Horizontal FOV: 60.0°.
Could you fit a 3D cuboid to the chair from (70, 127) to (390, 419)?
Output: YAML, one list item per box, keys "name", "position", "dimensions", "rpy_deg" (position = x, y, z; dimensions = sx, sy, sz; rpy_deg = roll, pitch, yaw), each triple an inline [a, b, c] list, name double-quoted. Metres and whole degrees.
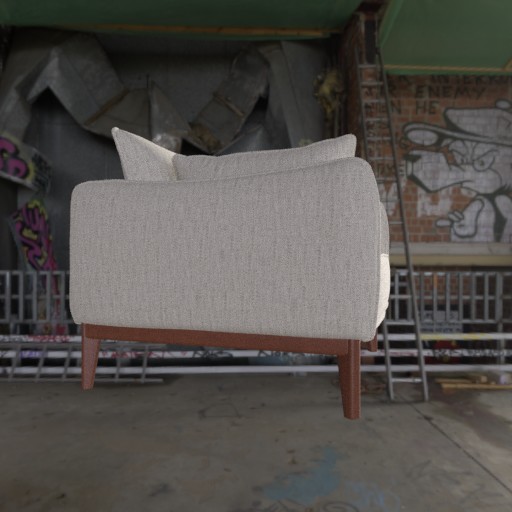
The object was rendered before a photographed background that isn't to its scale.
- name: "chair"
  position: [0.000, 0.000, 1.715]
  dimensions: [0.991, 0.855, 0.994]
  rpy_deg: [0, 0, 18]
